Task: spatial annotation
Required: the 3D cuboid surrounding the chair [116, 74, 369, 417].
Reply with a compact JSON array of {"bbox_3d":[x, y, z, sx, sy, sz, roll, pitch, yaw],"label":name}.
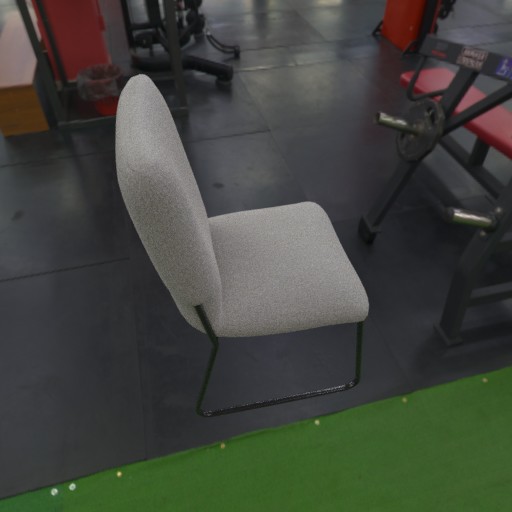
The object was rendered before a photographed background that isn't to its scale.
[{"bbox_3d":[0.000,0.000,1.176,0.560,0.864,0.448,-9,46,-8],"label":"chair"}]
